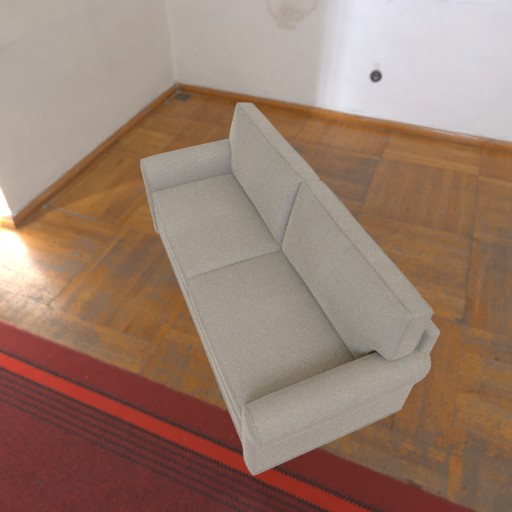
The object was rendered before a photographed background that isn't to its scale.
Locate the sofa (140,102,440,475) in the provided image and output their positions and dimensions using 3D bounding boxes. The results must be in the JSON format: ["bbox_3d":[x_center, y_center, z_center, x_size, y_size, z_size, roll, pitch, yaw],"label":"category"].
[{"bbox_3d":[0.000,0.000,2.629,0.901,0.962,2.146,-17,48,-16],"label":"sofa"}]
